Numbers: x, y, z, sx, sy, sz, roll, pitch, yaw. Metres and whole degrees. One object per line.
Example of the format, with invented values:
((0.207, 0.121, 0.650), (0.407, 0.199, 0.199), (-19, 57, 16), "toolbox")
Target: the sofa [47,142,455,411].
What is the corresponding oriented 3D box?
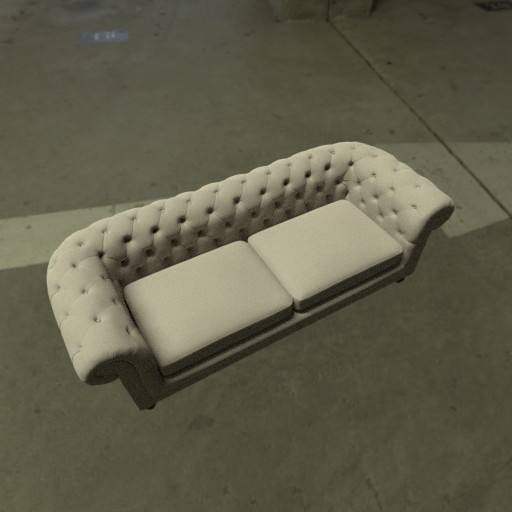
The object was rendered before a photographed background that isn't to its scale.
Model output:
((0.000, 0.000, 2.856), (2.411, 0.749, 0.991), (-23, 50, -21), "sofa")
